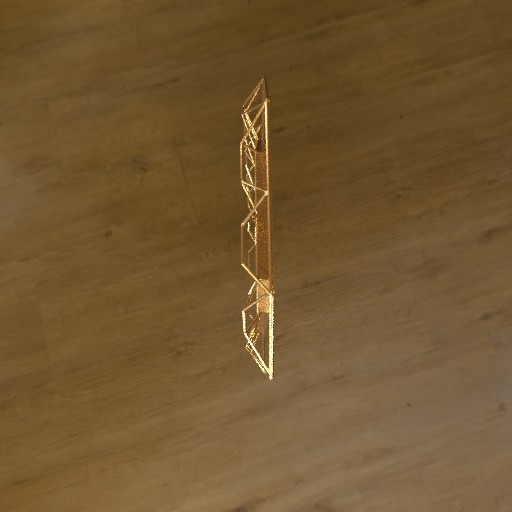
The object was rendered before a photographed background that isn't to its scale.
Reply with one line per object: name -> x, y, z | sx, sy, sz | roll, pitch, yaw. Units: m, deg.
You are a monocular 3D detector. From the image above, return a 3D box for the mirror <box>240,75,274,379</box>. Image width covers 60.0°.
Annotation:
mirror -> 0.000, 0.000, 1.109 | 0.051, 0.870, 0.572 | -1, 77, 0
